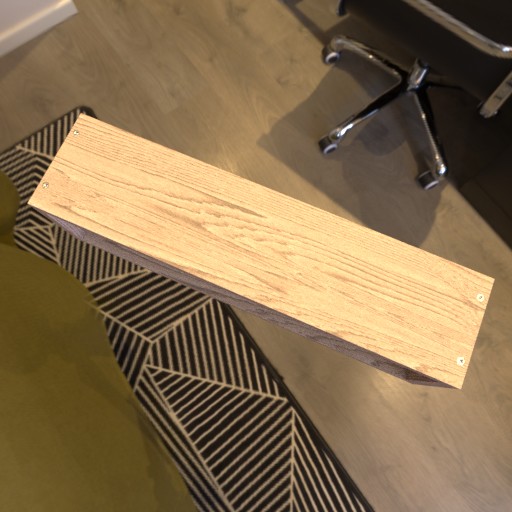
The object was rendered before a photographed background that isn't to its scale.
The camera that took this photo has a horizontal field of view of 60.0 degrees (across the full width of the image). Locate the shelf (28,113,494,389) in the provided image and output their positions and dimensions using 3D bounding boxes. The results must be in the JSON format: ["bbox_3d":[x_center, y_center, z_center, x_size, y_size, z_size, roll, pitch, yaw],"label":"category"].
[{"bbox_3d":[0.000,0.000,0.670,0.610,0.170,0.150,23,77,6],"label":"shelf"}]
